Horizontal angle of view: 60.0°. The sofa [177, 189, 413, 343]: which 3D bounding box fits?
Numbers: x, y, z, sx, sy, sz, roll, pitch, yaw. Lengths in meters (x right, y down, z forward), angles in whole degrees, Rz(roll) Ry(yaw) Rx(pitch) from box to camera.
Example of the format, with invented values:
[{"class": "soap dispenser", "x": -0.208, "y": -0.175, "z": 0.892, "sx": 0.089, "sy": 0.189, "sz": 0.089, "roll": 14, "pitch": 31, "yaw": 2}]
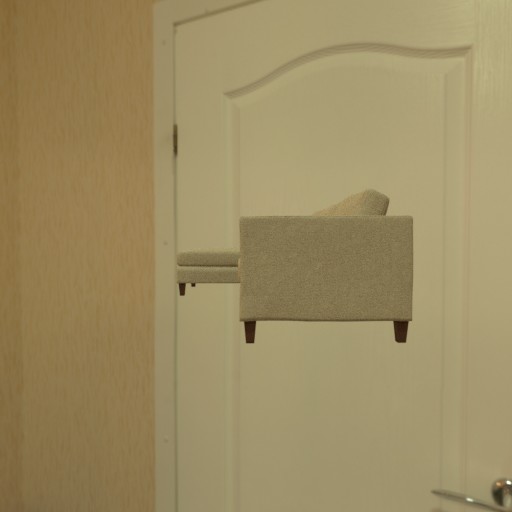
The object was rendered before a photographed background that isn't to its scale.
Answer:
[{"class": "sofa", "x": 0.000, "y": 0.000, "z": 3.920, "sx": 1.625, "sy": 0.846, "sz": 3.186, "roll": 0, "pitch": 2, "yaw": -1}]
